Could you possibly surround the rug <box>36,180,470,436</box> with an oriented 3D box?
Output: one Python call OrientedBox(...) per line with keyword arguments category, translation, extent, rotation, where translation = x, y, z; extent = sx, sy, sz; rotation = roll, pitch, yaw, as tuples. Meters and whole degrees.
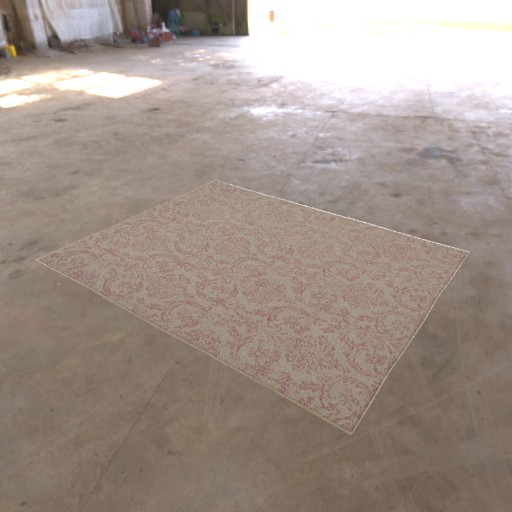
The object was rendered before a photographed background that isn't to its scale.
OrientedBox(category="rug", translation=(0.000, 0.000, 3.880), extent=(2.980, 0.012, 2.363), rotation=(21, 36, 31))
